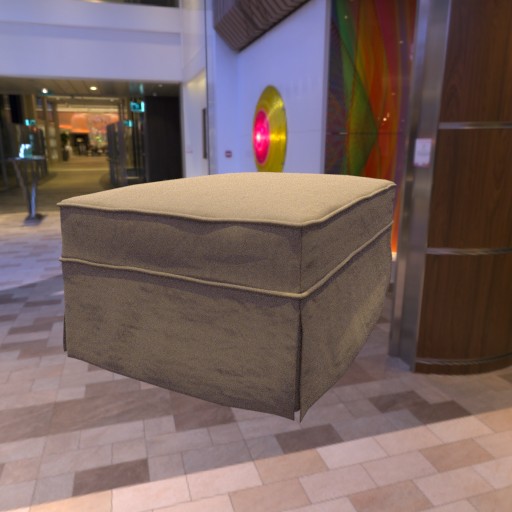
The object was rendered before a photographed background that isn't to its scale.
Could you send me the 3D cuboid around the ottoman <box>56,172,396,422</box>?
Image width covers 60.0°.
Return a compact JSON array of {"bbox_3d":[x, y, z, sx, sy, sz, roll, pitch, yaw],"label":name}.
[{"bbox_3d":[0.000,0.000,1.347,0.703,0.479,0.944,7,16,26],"label":"ottoman"}]
